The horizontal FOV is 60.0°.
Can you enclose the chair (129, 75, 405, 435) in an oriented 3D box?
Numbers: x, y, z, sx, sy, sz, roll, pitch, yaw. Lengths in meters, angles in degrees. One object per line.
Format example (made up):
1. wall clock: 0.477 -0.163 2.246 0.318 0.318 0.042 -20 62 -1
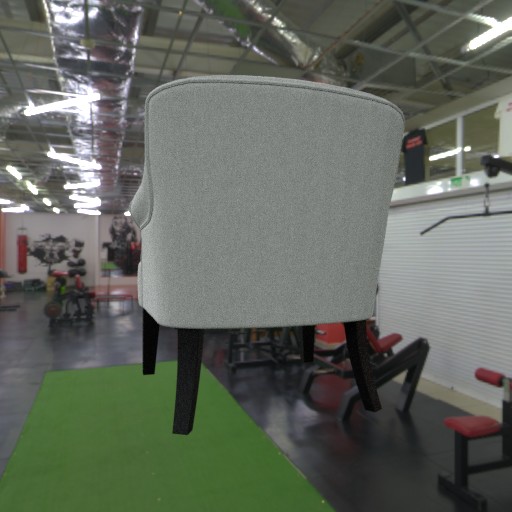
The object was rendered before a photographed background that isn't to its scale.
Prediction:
1. chair: 0.000 0.000 1.432 0.781 0.875 0.750 0 0 -17
